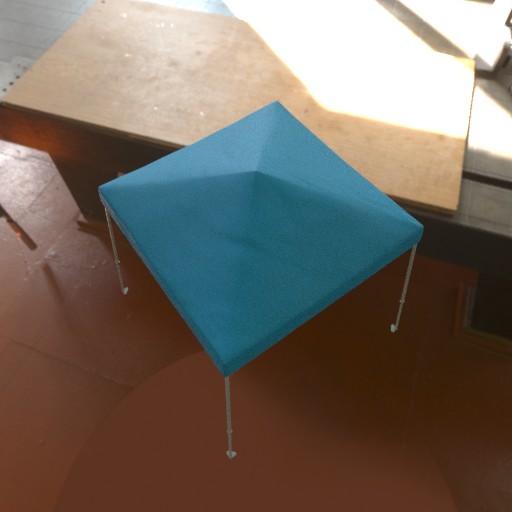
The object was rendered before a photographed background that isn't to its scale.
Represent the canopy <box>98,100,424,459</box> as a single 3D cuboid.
[{"bbox_3d":[0.000,0.000,5.210,2.848,2.849,2.849,-32,63,-19],"label":"canopy"}]
